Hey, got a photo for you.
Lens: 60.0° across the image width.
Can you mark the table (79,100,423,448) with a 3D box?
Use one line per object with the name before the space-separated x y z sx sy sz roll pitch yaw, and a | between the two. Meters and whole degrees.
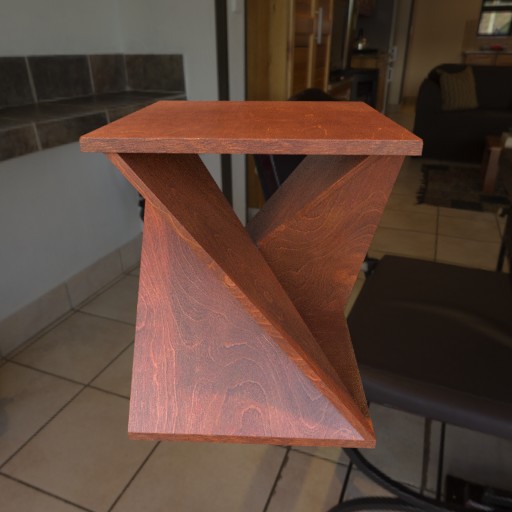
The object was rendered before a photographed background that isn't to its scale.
table | 0.000 0.000 0.851 0.427 0.520 0.427 1 25 2
